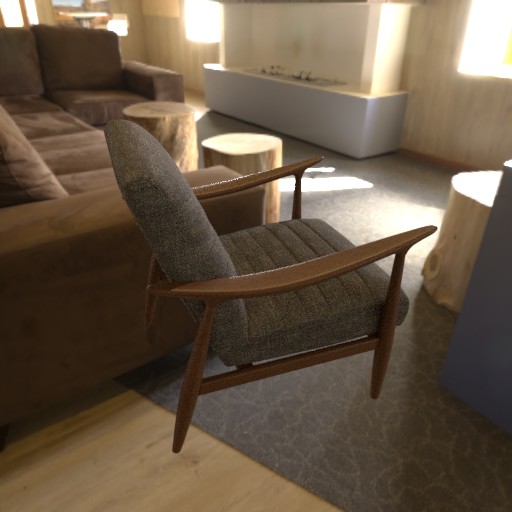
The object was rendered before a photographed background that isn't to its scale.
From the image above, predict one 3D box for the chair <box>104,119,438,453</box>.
[{"bbox_3d":[0.000,0.000,1.437,0.798,0.832,0.741,-10,31,-17],"label":"chair"}]
